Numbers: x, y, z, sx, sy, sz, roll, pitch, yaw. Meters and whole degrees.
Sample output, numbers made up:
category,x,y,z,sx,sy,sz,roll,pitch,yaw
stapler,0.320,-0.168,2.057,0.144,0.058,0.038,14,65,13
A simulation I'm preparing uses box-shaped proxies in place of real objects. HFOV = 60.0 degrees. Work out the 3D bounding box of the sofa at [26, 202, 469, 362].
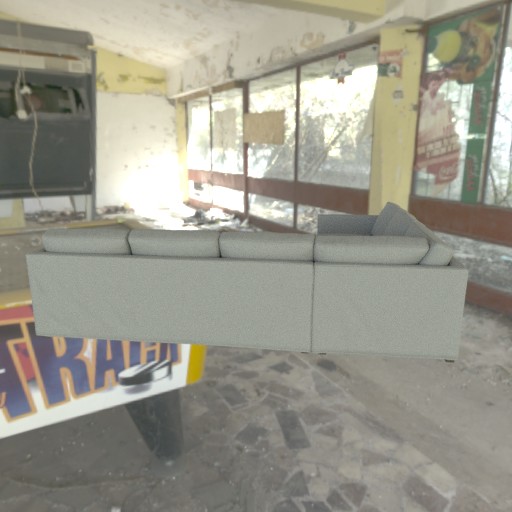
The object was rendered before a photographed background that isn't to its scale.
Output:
category,x,y,z,sx,sy,sz,roll,pitch,yaw
sofa,0.000,0.000,4.332,3.182,0.871,2.432,2,14,8
